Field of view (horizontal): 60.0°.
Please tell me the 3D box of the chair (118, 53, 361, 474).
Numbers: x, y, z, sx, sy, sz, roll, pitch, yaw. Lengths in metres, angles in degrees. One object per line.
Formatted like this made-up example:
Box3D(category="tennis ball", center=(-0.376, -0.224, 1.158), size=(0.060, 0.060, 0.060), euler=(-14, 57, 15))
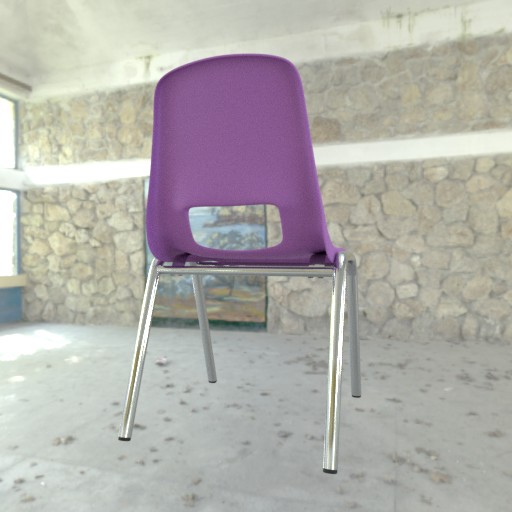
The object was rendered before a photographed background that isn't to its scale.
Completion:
Box3D(category="chair", center=(0.000, 0.000, 0.681), size=(0.291, 0.493, 0.301), euler=(0, 0, 19))
